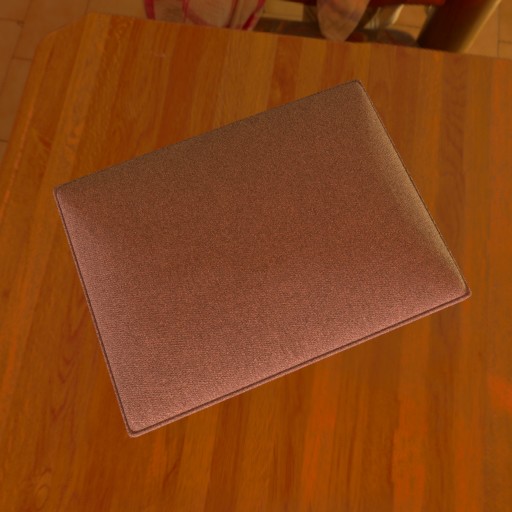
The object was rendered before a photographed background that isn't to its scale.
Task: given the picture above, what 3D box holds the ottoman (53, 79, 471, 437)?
[{"bbox_3d":[0.000,0.000,1.122,0.785,0.464,0.583,-21,77,-5],"label":"ottoman"}]
